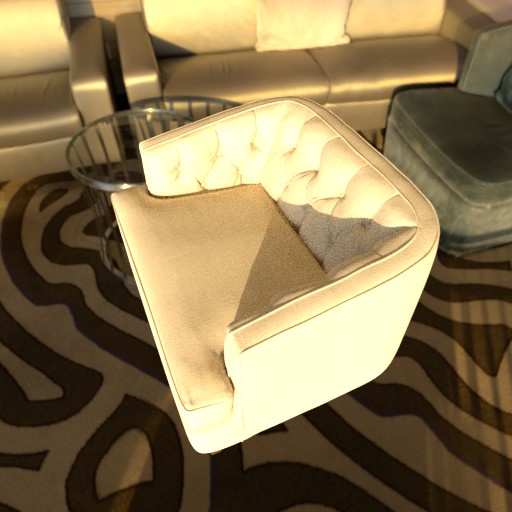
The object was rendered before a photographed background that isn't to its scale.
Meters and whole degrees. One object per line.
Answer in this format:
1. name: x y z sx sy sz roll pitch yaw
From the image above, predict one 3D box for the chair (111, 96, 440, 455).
1. chair: 0.000 0.000 1.733 0.914 0.787 1.118 -17 48 -16
